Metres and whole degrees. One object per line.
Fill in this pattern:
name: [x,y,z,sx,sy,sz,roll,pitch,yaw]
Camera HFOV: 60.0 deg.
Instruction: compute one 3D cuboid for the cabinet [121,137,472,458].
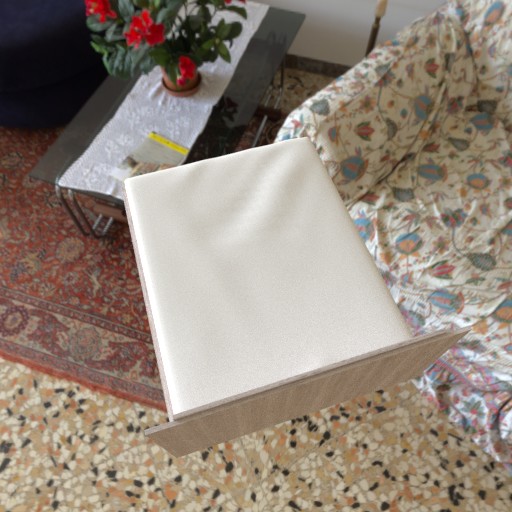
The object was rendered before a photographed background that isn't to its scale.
cabinet: [0.000,0.000,3.128,1.750,0.970,2.080,-15,61,-9]
